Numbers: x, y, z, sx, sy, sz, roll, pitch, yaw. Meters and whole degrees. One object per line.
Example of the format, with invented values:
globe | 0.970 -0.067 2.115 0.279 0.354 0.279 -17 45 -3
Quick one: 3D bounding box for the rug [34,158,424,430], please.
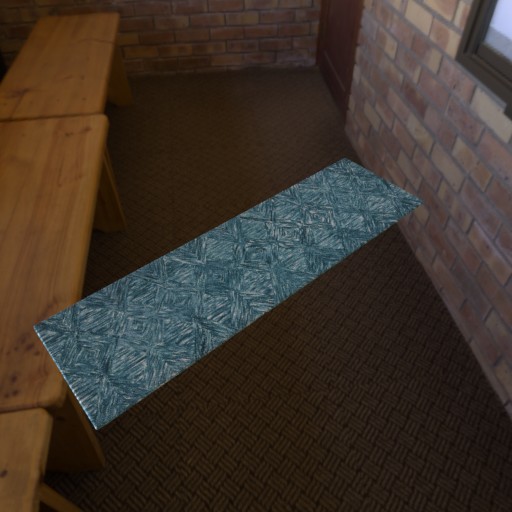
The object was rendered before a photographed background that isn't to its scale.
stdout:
rug | 0.000 0.000 2.509 2.286 0.016 0.676 -31 53 -27
